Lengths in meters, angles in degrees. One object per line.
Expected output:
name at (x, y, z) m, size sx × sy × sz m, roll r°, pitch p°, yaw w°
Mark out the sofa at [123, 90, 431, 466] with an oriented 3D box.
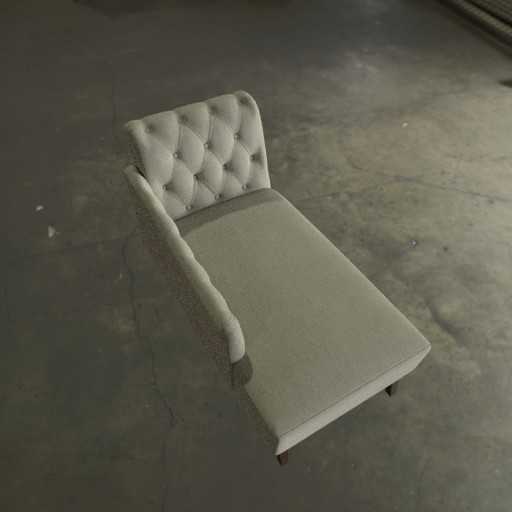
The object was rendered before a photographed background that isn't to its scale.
sofa at (0.000, 0.000, 1.862) m, size 0.675 × 0.787 × 1.379 m, roll -23°, pitch 51°, yaw -20°
